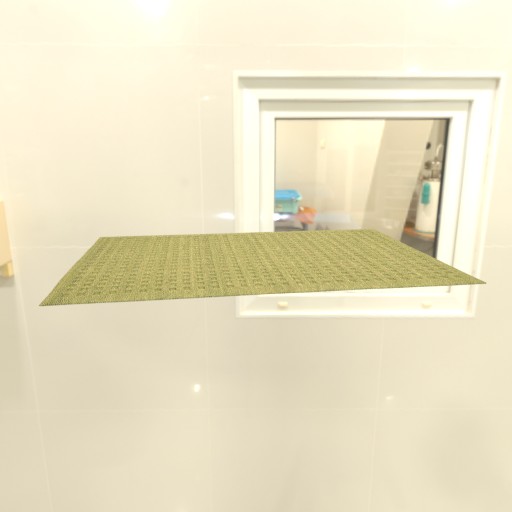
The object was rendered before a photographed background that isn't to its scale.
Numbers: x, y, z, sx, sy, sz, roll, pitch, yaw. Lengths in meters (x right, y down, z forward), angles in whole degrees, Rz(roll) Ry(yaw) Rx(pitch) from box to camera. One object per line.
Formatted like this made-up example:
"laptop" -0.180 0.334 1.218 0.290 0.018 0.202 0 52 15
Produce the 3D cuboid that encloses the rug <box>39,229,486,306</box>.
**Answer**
"rug" 0.000 0.000 2.964 2.297 0.007 1.529 -2 15 -8
